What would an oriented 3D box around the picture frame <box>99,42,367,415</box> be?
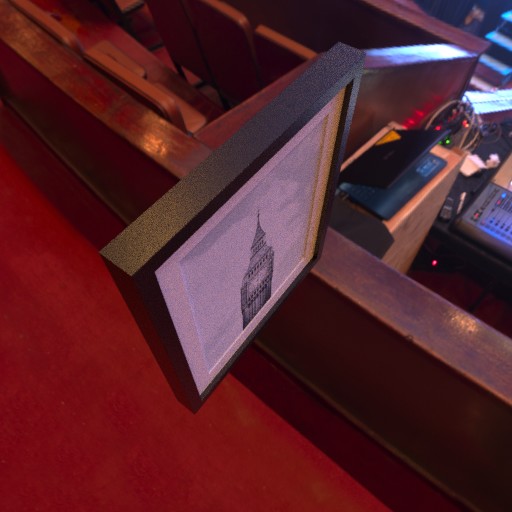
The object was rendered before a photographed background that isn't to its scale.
[{"bbox_3d":[0.000,0.000,0.539,0.034,0.378,0.328,32,62,19],"label":"picture frame"}]
